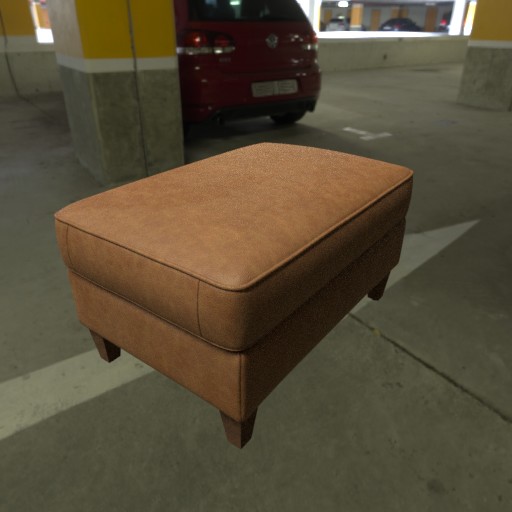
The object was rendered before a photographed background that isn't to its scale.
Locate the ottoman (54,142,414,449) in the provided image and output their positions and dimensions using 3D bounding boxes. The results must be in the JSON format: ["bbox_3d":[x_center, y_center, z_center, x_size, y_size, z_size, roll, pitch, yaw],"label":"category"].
[{"bbox_3d":[0.000,0.000,1.240,0.584,0.483,0.864,19,33,32],"label":"ottoman"}]
